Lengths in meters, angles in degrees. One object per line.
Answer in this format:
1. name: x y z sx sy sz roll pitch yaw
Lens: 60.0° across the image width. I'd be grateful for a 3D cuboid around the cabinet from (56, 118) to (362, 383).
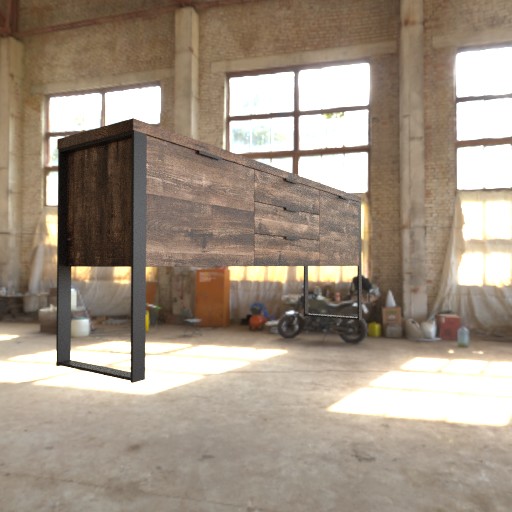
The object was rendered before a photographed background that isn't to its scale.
1. cabinet: 0.000 0.000 2.118 0.395 0.762 1.800 -1 -1 34
